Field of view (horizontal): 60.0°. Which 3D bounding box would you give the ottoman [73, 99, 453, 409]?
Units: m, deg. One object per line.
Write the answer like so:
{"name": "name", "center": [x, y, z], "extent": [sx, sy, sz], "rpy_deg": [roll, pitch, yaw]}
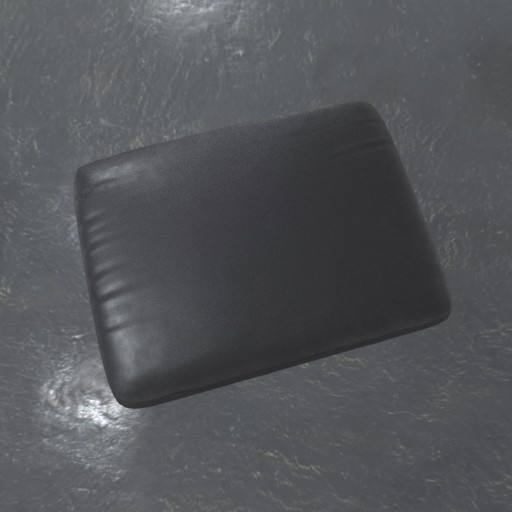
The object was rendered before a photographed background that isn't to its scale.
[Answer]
{"name": "ottoman", "center": [0.000, 0.000, 1.113], "extent": [0.764, 0.402, 0.570], "rpy_deg": [-15, 75, -4]}
